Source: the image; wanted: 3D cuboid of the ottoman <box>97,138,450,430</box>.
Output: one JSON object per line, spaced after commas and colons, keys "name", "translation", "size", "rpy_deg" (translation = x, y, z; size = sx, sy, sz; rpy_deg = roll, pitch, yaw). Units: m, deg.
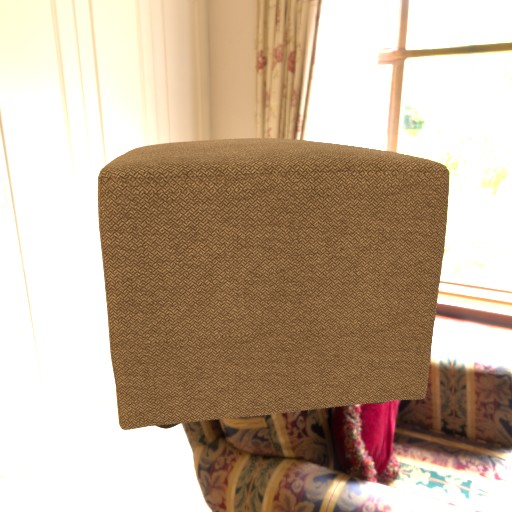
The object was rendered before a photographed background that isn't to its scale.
{"name": "ottoman", "translation": [0.000, 0.000, 0.892], "size": [0.512, 0.453, 0.519], "rpy_deg": [-3, 17, -9]}
